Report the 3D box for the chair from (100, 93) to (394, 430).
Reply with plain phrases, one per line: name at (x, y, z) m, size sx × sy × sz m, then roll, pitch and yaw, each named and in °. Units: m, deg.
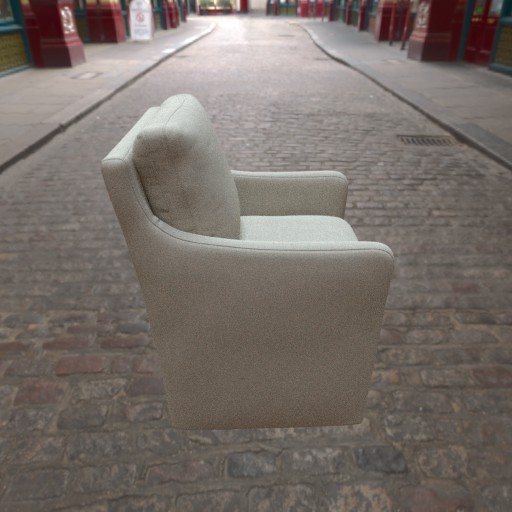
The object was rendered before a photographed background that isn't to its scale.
chair at (0.000, 0.000, 1.401) m, size 0.694 × 0.914 × 0.626 m, roll -1°, pitch 29°, yaw -2°
